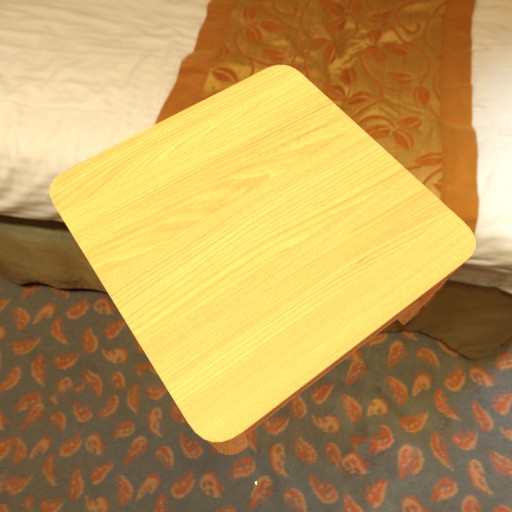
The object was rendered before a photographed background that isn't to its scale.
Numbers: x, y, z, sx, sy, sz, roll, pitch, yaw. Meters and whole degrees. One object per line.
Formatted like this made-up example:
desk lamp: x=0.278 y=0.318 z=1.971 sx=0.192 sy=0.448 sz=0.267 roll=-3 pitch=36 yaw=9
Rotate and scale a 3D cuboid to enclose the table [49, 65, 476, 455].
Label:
table: x=0.000 y=0.000 z=1.238 sx=0.750 sy=0.450 sz=0.750 roll=-33 pitch=67 yaw=-15
